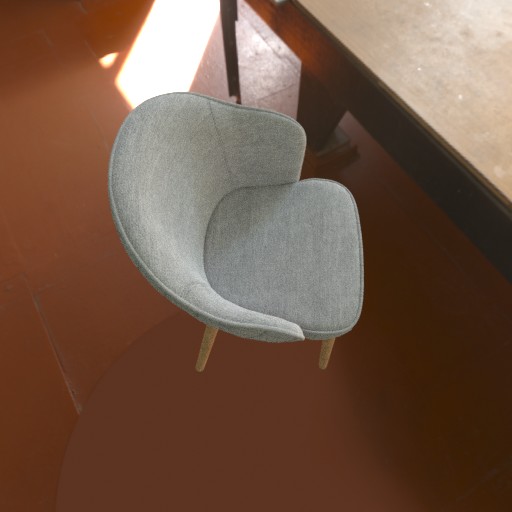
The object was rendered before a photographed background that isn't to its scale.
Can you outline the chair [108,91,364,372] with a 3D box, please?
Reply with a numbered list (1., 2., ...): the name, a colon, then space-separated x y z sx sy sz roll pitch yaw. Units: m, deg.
1. chair: 0.000 0.000 1.147 0.530 0.800 0.540 3 63 1
